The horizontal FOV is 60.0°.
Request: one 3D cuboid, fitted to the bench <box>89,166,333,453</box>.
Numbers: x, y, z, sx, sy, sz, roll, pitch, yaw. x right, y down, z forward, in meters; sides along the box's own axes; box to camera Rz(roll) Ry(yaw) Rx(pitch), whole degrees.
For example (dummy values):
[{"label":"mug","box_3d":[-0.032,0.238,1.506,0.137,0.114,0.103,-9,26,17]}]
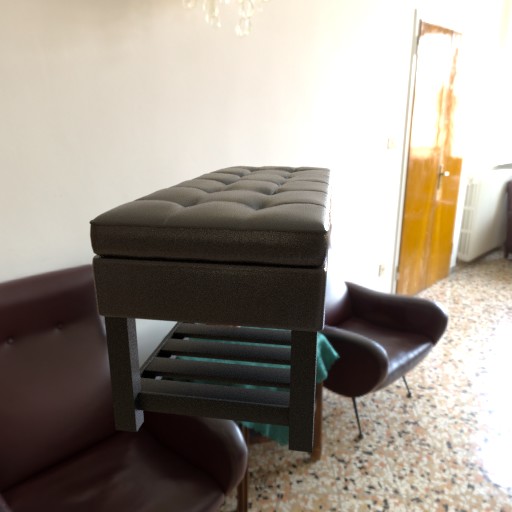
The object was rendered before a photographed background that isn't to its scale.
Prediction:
[{"label":"bench","box_3d":[0.000,0.000,1.326,0.432,0.460,1.105,3,16,9]}]
